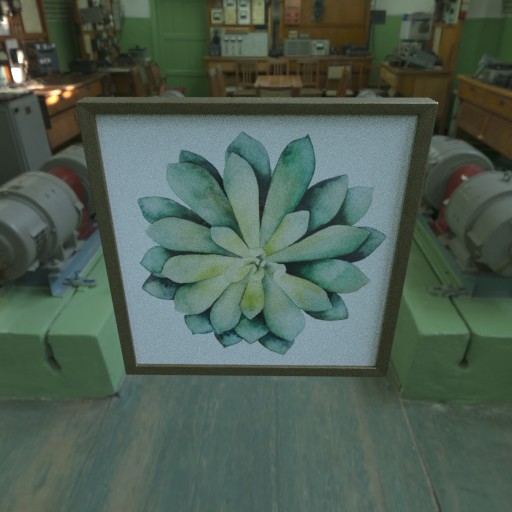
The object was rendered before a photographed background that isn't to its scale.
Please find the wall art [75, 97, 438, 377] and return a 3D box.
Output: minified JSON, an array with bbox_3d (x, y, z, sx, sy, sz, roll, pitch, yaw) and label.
[{"bbox_3d":[0.000,0.000,0.751,0.503,0.506,0.040,0,29,1],"label":"wall art"}]
